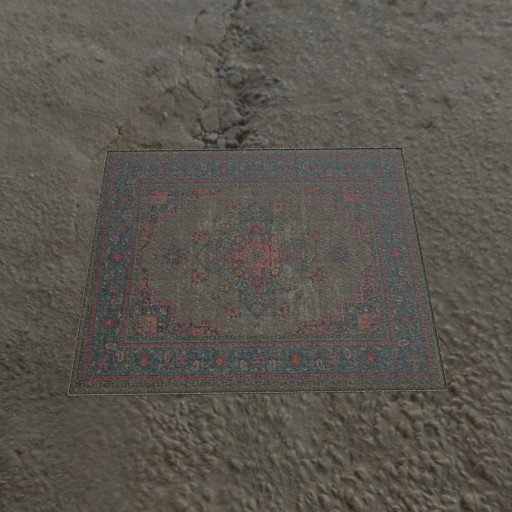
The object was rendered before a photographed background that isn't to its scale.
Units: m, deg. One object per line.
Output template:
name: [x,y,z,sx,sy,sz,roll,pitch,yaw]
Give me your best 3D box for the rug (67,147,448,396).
rug: [0.000,0.000,4.060,3.057,0.013,2.434,-1,65,0]
